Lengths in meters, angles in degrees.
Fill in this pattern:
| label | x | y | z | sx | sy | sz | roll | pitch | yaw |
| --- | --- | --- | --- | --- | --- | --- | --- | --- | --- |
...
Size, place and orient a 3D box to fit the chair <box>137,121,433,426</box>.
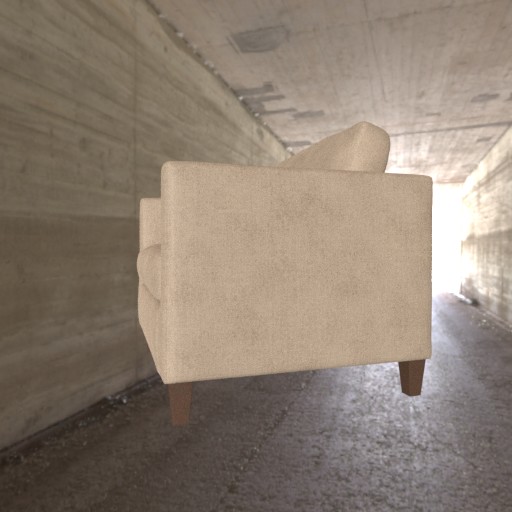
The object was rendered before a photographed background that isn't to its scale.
| label | x | y | z | sx | sy | sz | roll | pitch | yaw |
| --- | --- | --- | --- | --- | --- | --- | --- | --- | --- |
| chair | 0.000 | 0.000 | 1.901 | 0.959 | 0.961 | 1.133 | 0 | 1 | -18 |
